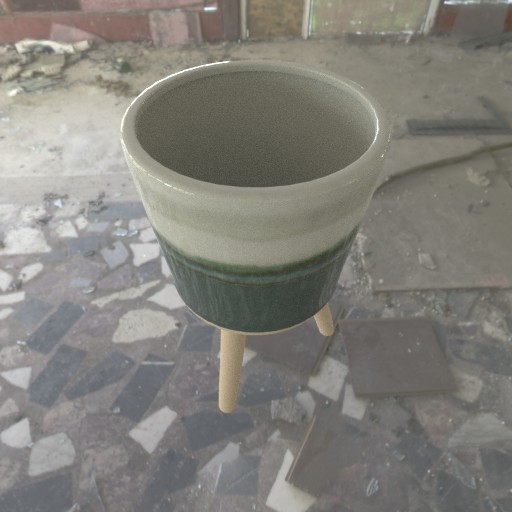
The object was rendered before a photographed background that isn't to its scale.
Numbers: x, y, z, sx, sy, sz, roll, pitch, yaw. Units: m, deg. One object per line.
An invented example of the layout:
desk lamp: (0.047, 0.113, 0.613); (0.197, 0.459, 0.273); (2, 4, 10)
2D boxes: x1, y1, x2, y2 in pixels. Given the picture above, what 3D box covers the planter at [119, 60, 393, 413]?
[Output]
planter: (0.000, 0.000, 0.476); (0.217, 0.331, 0.217); (26, 51, 22)
